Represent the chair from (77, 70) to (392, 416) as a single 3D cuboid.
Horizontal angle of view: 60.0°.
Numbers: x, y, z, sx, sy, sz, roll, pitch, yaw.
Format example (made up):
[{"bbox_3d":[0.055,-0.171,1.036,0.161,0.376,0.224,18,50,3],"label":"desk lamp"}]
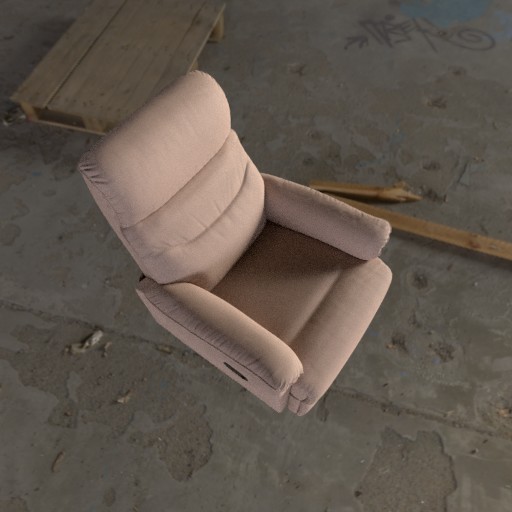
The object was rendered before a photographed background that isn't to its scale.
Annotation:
[{"bbox_3d":[0.000,0.000,1.761,1.004,1.037,0.820,31,63,18],"label":"chair"}]
